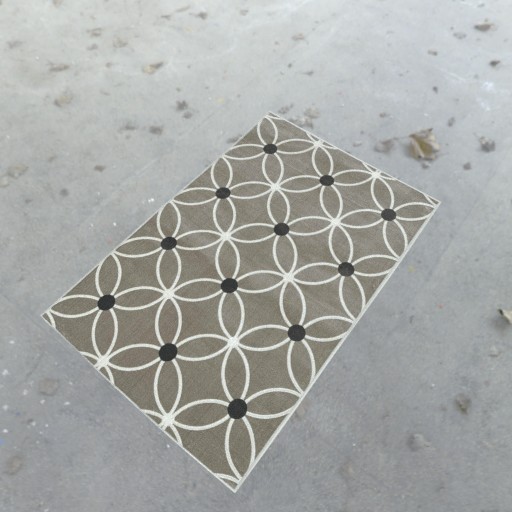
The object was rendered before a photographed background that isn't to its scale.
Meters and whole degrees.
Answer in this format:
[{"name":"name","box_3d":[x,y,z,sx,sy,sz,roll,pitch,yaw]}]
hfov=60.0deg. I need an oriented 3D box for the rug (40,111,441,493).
[{"name":"rug","box_3d":[0.000,0.000,2.870,1.522,0.008,2.284,34,65,19]}]
